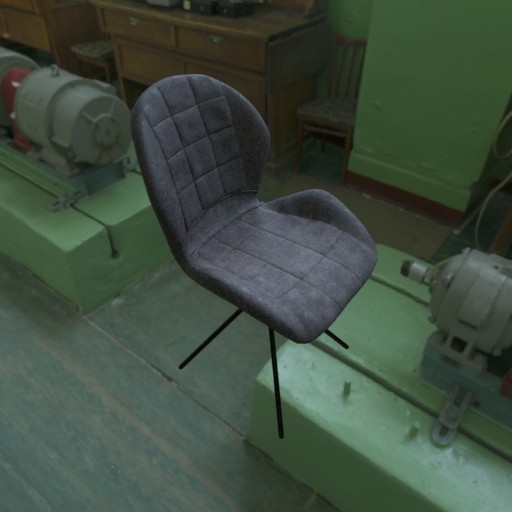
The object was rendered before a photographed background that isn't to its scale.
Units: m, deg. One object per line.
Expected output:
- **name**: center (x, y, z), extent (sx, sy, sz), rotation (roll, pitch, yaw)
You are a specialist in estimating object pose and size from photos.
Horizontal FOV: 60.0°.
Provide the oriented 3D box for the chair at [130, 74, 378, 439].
- **chair**: center (0.000, 0.000, 1.338), extent (0.640, 0.934, 0.527), rotation (26, 46, 27)
